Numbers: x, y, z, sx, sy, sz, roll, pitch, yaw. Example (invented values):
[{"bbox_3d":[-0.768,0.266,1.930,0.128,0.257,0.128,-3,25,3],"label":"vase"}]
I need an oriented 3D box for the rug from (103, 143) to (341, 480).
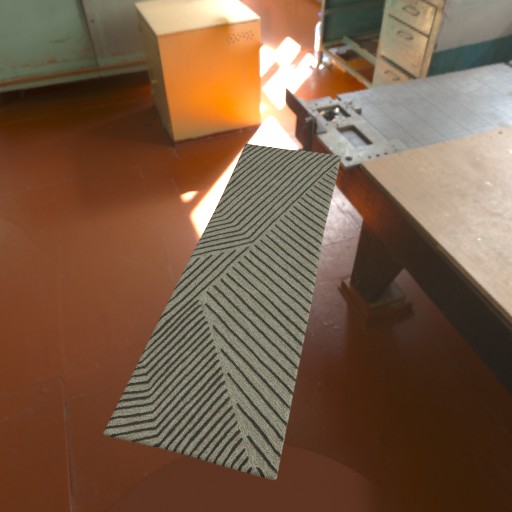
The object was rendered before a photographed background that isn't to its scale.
[{"bbox_3d":[0.000,0.000,2.691,0.773,0.020,2.439,10,46,10],"label":"rug"}]
